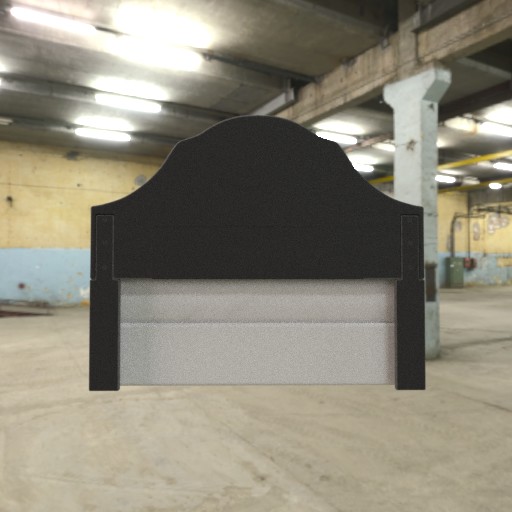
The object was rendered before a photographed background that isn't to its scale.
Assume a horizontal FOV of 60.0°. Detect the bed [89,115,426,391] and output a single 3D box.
[{"bbox_3d":[0.000,0.000,3.690,2.008,1.615,2.214,0,-1,-1],"label":"bed"}]
